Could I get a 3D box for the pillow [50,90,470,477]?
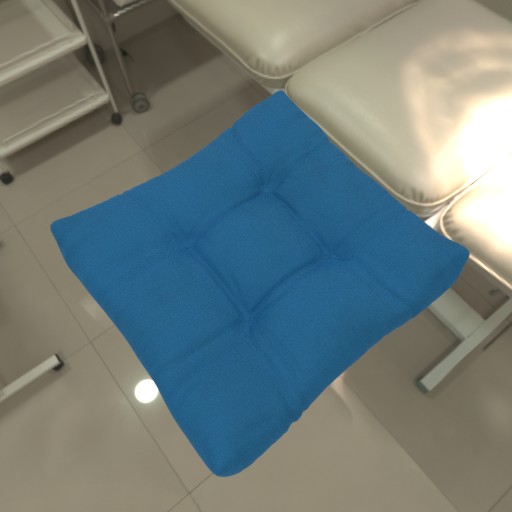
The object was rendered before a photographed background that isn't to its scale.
[{"bbox_3d":[0.000,0.000,0.718,0.490,0.128,0.468,-36,69,-16],"label":"pillow"}]
